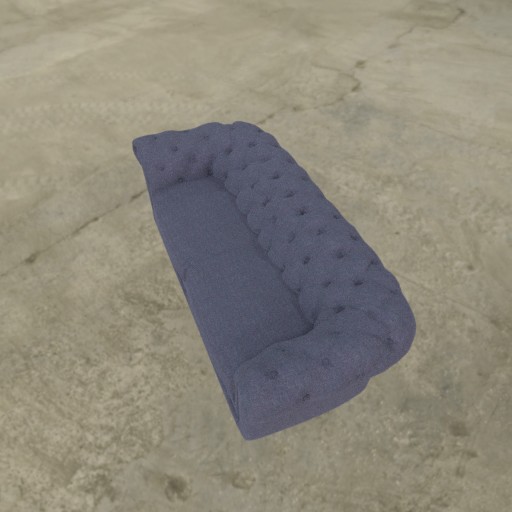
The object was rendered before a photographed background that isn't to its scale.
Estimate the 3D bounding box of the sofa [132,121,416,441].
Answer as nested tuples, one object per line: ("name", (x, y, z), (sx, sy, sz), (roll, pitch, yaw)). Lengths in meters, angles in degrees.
("sofa", (0.000, 0.000, 2.925), (1.046, 0.836, 2.335), (-17, 48, -16))
